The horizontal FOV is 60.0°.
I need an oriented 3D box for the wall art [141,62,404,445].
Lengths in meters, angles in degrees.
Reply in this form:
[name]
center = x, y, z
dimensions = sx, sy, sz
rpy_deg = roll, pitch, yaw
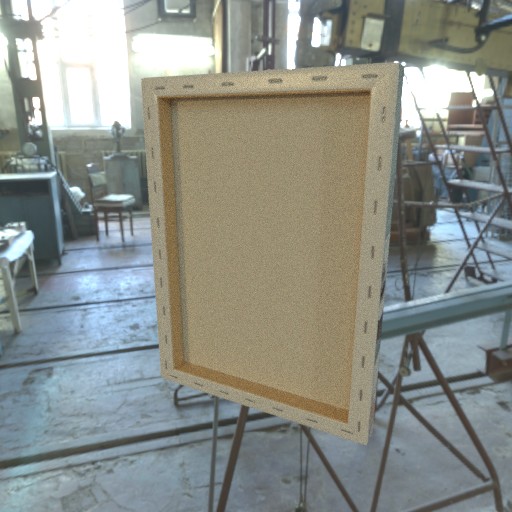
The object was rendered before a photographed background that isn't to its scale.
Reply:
[wall art]
center = 0.000, 0.000, 0.796
dimensions = 0.455, 0.613, 0.037
rpy_deg = 9, 19, 27
